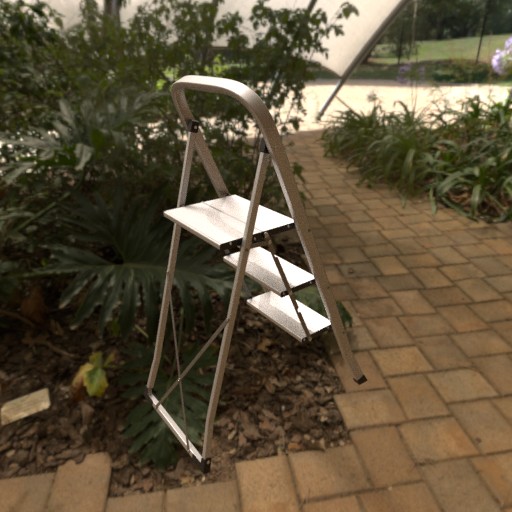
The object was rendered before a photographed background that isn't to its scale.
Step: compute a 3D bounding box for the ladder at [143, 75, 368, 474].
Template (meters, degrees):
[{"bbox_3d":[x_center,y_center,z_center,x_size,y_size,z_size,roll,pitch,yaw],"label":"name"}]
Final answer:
[{"bbox_3d":[0.000,0.000,1.408,0.704,1.070,0.465,-18,31,-33],"label":"ladder"}]
